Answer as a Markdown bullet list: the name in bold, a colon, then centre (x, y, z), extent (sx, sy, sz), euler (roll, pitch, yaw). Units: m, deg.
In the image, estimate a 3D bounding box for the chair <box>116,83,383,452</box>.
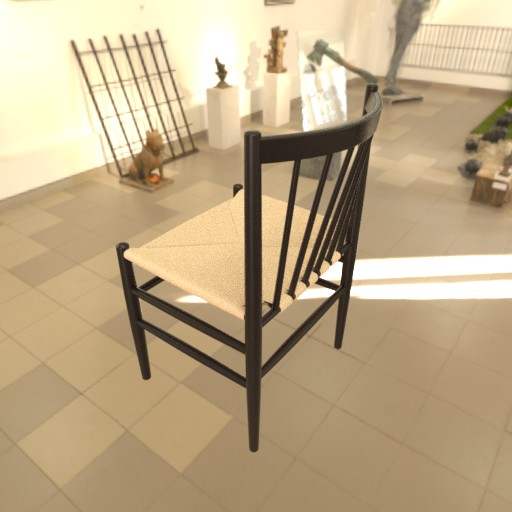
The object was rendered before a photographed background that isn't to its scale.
- **chair**: centre (0.000, 0.000, 1.156), extent (0.516, 0.818, 0.495), euler (21, 38, 30)
